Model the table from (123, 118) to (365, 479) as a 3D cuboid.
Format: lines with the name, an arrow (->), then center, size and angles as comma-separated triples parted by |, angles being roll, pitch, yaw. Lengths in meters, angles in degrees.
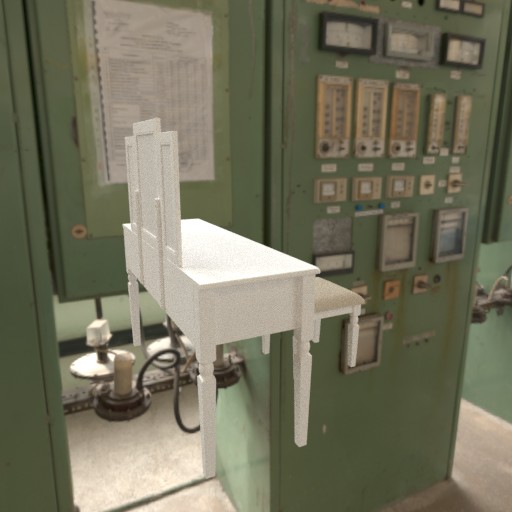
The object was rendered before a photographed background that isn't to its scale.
table -> 0.000, 0.000, 2.295 | 1.115, 1.310, 1.369 | -7, 15, -26
